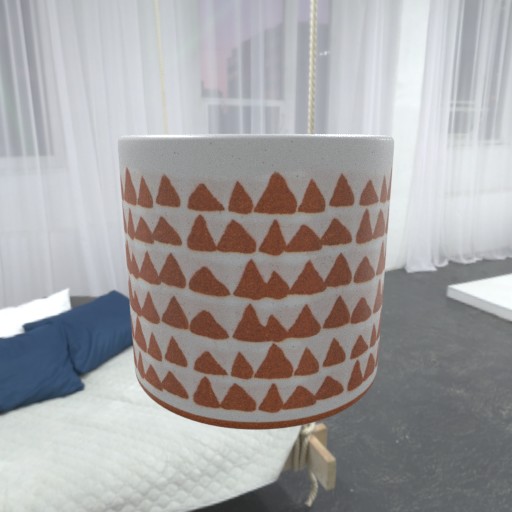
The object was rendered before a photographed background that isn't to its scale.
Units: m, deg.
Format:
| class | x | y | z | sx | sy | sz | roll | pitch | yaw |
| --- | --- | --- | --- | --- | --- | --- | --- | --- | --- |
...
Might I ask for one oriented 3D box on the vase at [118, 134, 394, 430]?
| class | x | y | z | sx | sy | sz | roll | pitch | yaw |
| --- | --- | --- | --- | --- | --- | --- | --- | --- | --- |
| vase | 0.000 | 0.000 | 0.244 | 0.137 | 0.127 | 0.137 | 0 | 14 | 0 |
